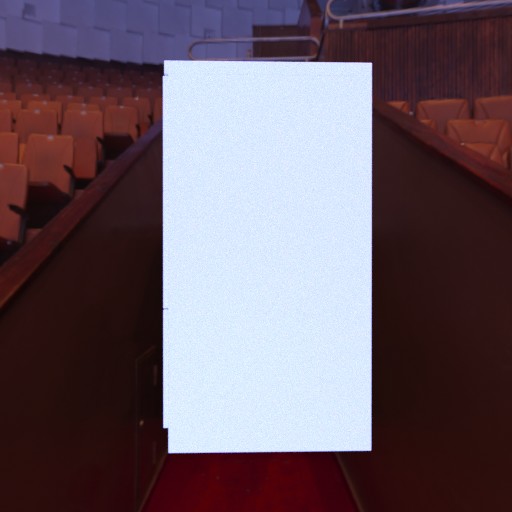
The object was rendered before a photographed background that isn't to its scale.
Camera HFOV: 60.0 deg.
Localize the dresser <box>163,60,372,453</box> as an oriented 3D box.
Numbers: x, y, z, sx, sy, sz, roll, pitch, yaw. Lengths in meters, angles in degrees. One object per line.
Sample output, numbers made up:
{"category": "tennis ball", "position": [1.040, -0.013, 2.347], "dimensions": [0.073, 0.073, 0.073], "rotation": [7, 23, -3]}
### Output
{"category": "dresser", "position": [0.000, 0.000, 1.254], "dimensions": [0.420, 0.740, 0.830], "rotation": [0, 0, -1]}
